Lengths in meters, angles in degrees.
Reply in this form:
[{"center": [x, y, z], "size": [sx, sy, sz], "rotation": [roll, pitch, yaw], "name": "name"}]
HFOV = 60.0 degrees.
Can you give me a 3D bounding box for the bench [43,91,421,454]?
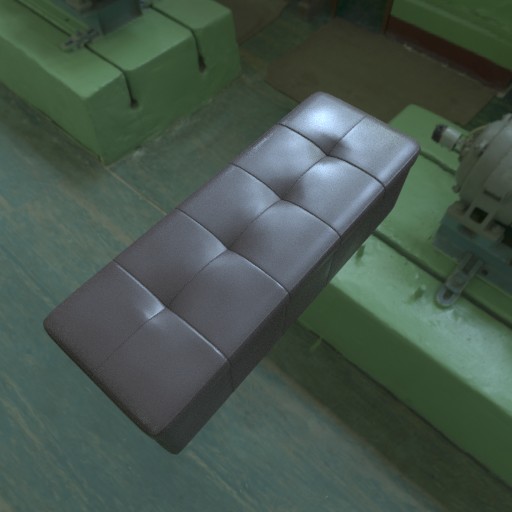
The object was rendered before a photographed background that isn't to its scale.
[{"center": [0.000, 0.000, 1.462], "size": [0.450, 0.417, 1.219], "rotation": [36, 65, 20], "name": "bench"}]
